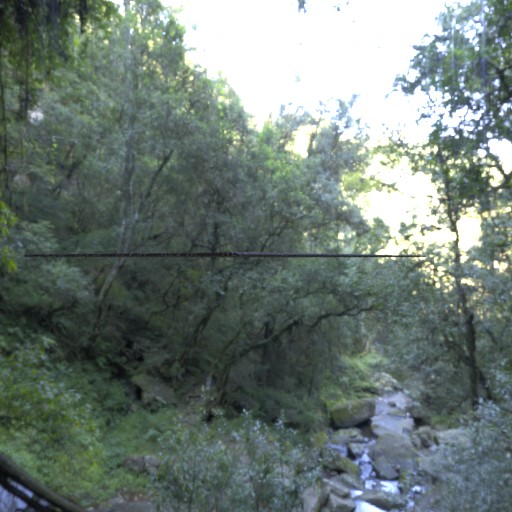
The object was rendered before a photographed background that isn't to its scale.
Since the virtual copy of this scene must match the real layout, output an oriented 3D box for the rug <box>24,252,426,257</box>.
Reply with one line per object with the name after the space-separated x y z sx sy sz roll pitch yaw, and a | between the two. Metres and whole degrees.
0.000 0.000 2.356 1.239 0.012 1.836 0 0 37 | rug
